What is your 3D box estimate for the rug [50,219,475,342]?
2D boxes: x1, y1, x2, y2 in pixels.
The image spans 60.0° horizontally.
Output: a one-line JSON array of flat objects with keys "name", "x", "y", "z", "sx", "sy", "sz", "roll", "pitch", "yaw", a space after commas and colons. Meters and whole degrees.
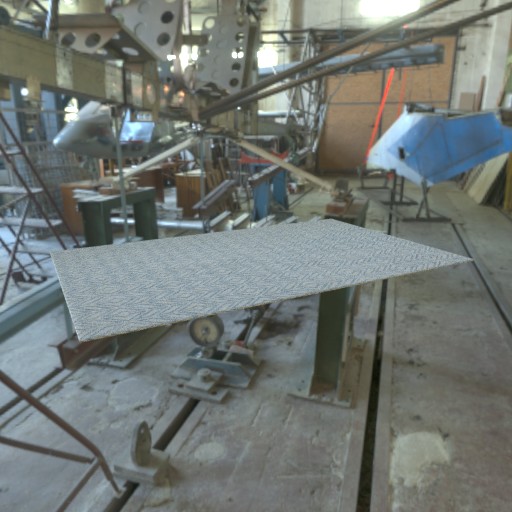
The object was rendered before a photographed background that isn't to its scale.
[{"name": "rug", "x": 0.000, "y": 0.000, "z": 2.998, "sx": 2.441, "sy": 0.008, "sz": 1.526, "roll": -9, "pitch": 18, "yaw": -27}]
